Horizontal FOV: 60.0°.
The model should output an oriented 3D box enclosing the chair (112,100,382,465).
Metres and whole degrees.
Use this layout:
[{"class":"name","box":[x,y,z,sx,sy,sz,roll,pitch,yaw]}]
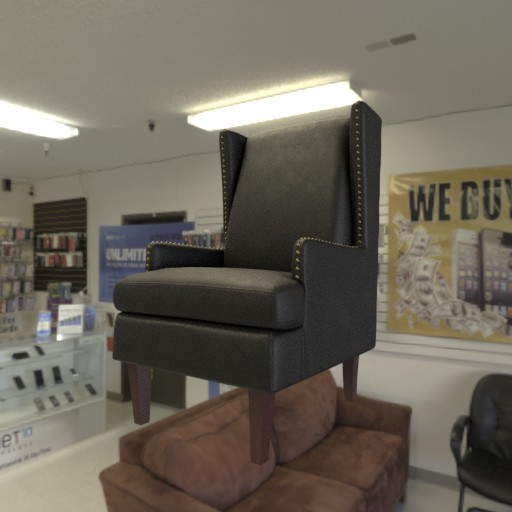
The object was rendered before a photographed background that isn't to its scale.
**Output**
[{"class":"chair","box":[0.000,0.000,1.646,0.703,1.142,0.799,0,0,35]}]
